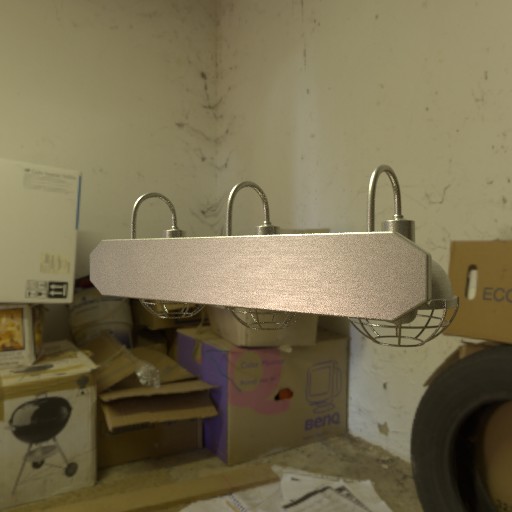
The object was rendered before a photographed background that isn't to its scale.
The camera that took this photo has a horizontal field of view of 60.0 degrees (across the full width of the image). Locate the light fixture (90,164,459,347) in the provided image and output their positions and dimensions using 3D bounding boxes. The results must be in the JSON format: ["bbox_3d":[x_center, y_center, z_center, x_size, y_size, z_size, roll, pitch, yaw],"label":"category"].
[{"bbox_3d":[0.000,0.000,0.767,0.634,0.254,0.229,0,0,36],"label":"light fixture"}]
